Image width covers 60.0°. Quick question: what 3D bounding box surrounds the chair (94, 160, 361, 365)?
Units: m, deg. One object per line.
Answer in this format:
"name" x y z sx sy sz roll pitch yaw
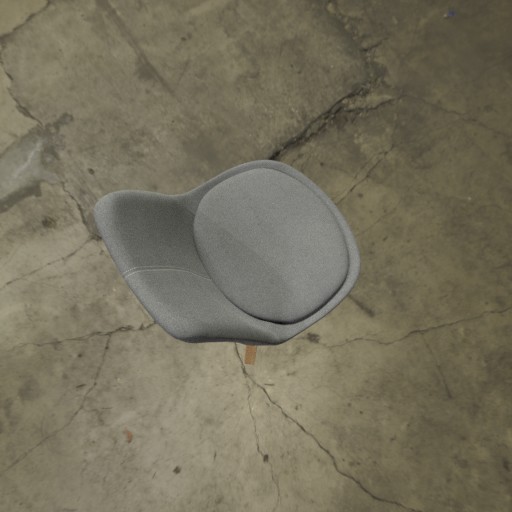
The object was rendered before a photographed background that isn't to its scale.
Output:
"chair" 0.000 0.000 1.198 0.549 0.863 0.474 -34 77 -9
